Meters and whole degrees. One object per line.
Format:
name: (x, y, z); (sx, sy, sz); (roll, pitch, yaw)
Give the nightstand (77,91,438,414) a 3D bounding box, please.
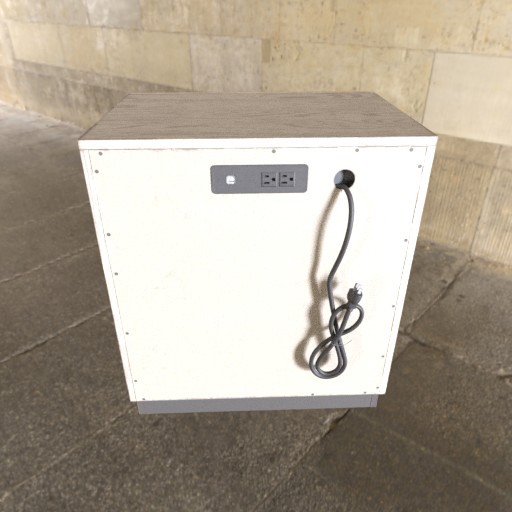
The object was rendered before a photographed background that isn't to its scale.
nightstand: (0.000, 0.000, 1.073); (0.612, 0.673, 0.483); (-1, 30, -2)
